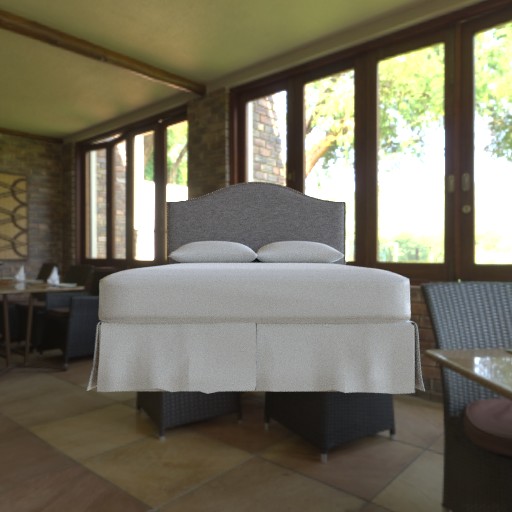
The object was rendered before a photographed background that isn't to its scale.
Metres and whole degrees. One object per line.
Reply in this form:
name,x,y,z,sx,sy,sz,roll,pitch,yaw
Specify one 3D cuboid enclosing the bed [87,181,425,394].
bed,0.000,0.000,3.001,1.610,1.295,1.870,0,0,0
